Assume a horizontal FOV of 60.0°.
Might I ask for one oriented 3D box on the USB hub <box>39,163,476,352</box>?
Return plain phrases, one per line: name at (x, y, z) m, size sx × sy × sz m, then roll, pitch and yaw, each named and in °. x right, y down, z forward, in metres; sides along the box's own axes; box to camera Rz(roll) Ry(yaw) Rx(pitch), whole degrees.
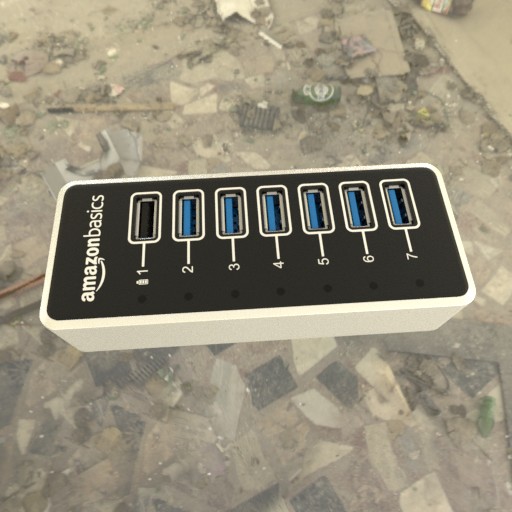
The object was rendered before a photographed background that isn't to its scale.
USB hub at (0.000, 0.000, 0.128) m, size 0.110 × 0.023 × 0.044 m, roll -3°, pitch 64°, yaw -2°
